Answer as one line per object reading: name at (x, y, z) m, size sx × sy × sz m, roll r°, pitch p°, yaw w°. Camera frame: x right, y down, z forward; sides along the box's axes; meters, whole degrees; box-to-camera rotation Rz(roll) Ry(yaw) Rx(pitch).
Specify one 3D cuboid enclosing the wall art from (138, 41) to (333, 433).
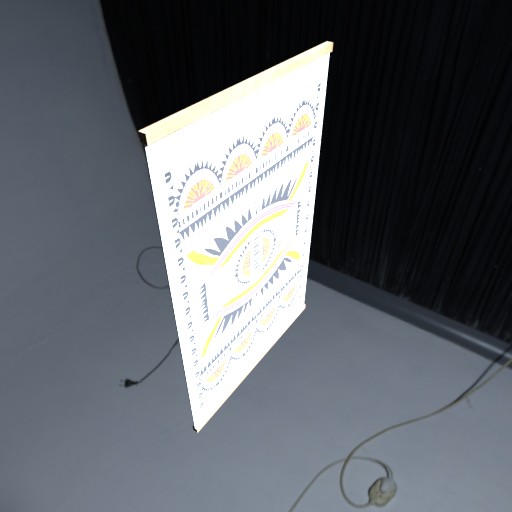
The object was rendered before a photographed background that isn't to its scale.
wall art at (0.000, 0.000, 1.943) m, size 0.028 × 1.533 × 0.999 m, roll 25°, pitch 47°, yaw 26°
